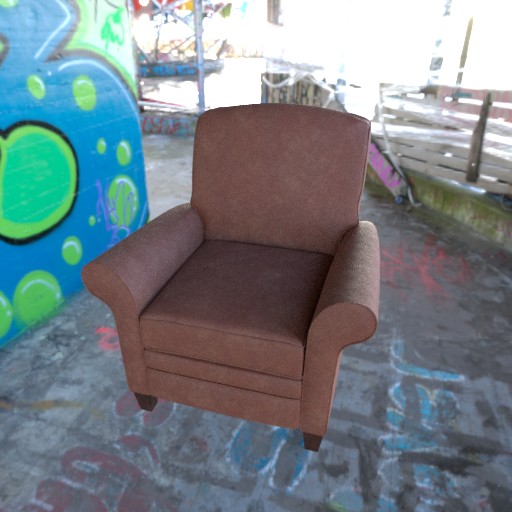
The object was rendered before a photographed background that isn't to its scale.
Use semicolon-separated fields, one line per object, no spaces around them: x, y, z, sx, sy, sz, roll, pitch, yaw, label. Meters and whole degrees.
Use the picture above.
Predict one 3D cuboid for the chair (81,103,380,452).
0.000;0.000;1.773;0.978;1.061;0.902;8;28;15;chair
